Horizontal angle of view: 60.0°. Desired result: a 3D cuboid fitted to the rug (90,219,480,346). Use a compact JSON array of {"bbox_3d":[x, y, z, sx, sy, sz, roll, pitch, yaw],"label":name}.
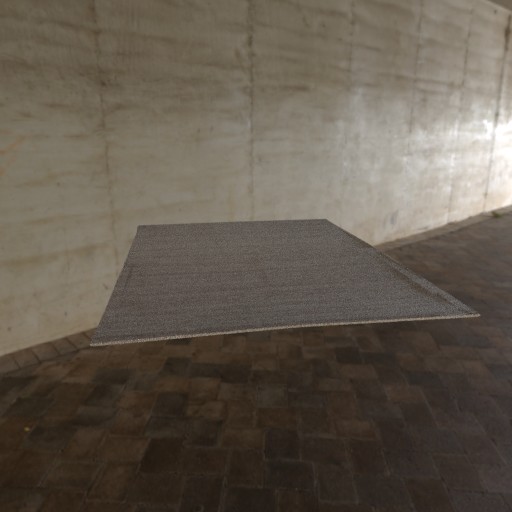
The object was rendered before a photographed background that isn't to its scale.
[{"bbox_3d":[0.000,0.000,4.941,2.873,0.053,3.778,-3,16,-9],"label":"rug"}]
